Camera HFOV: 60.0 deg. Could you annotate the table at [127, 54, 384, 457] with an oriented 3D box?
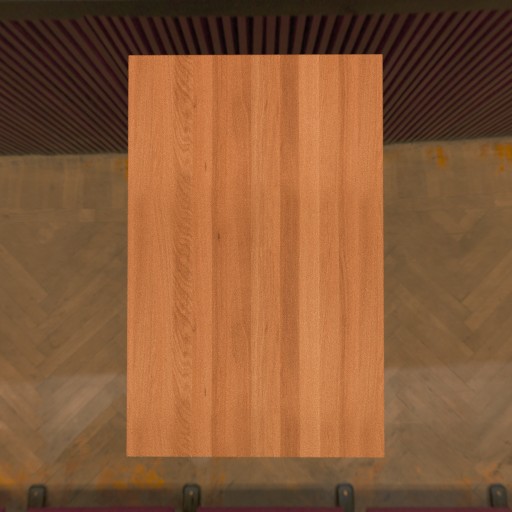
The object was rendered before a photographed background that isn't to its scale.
[{"bbox_3d":[0.000,0.000,1.466,0.700,0.510,1.100,0,89,0],"label":"table"}]
